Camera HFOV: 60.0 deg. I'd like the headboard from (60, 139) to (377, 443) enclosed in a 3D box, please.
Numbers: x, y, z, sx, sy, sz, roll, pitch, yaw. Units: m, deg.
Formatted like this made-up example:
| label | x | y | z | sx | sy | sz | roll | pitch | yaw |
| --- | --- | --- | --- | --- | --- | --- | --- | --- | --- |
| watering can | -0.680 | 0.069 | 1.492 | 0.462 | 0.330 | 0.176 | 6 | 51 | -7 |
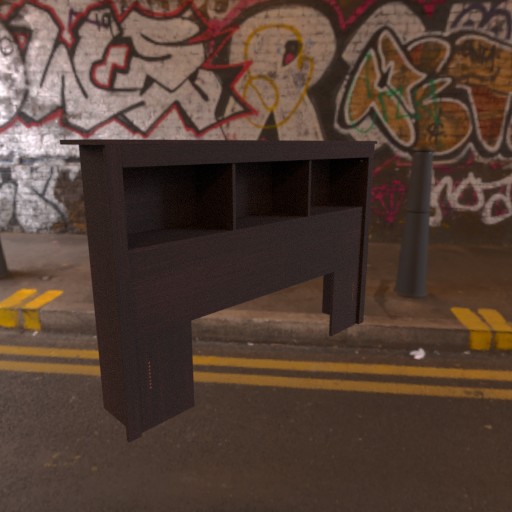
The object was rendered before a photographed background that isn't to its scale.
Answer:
| label | x | y | z | sx | sy | sz | roll | pitch | yaw |
| --- | --- | --- | --- | --- | --- | --- | --- | --- | --- |
| headboard | 0.000 | 0.000 | 2.165 | 0.279 | 1.092 | 1.671 | 14 | 20 | 43 |
